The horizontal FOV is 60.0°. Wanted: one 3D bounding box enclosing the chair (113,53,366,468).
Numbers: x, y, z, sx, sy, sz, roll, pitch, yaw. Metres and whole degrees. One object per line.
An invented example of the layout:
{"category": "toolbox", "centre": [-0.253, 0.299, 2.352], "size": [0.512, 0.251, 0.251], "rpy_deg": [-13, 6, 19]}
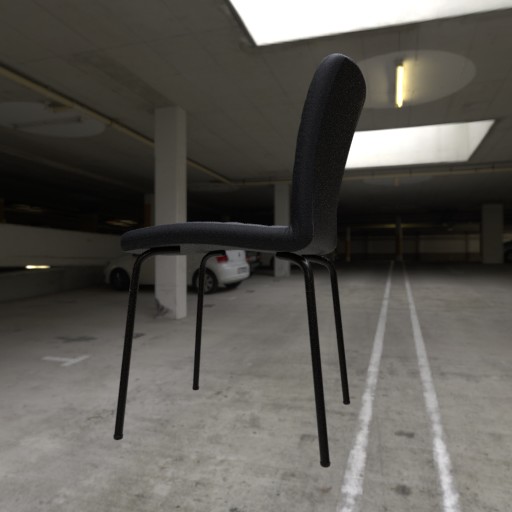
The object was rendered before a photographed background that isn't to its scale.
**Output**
{"category": "chair", "centre": [0.000, 0.000, 1.179], "size": [0.572, 0.872, 0.450], "rpy_deg": [0, -1, 17]}
